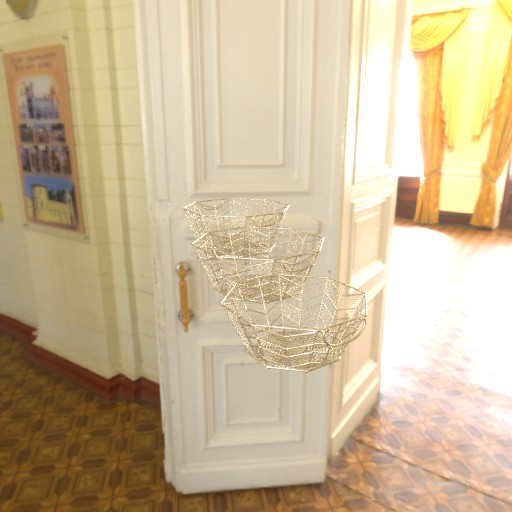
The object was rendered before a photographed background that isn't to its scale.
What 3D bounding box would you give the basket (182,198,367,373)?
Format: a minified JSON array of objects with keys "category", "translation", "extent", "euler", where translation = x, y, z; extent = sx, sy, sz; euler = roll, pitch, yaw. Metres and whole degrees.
[{"category":"basket","translation":[0.000,0.000,1.400],"extent":[0.432,0.178,1.246],"euler":[-3,17,-10]}]
